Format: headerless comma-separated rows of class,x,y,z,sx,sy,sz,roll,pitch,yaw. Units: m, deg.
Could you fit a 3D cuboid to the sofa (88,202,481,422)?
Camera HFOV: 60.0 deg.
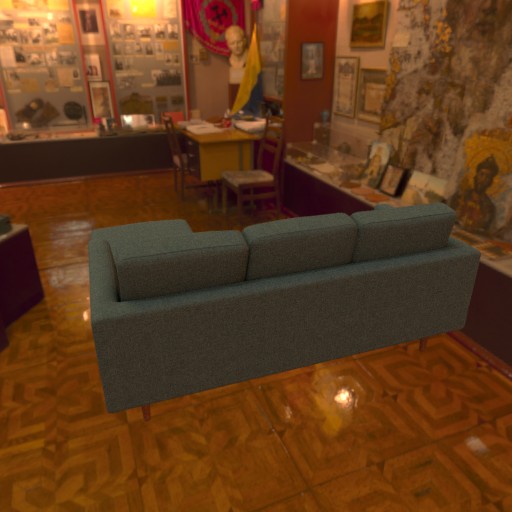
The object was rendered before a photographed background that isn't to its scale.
sofa,0.000,0.000,2.927,2.055,0.957,1.667,-9,26,-18
